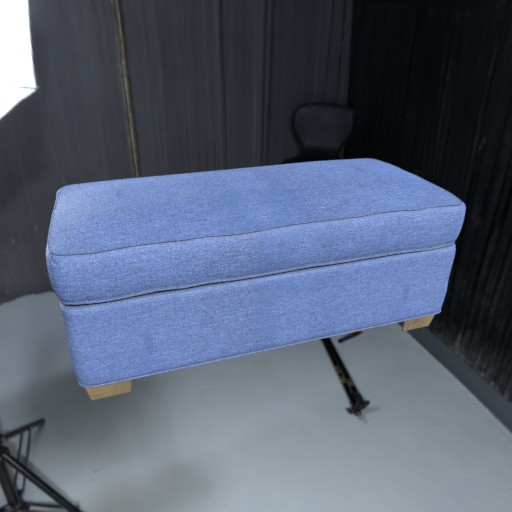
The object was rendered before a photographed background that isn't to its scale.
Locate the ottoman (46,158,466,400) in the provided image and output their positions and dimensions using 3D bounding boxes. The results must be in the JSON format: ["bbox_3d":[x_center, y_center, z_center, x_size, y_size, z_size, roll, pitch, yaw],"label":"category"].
[{"bbox_3d":[0.000,0.000,1.375,1.110,0.460,0.515,-9,29,-16],"label":"ottoman"}]
